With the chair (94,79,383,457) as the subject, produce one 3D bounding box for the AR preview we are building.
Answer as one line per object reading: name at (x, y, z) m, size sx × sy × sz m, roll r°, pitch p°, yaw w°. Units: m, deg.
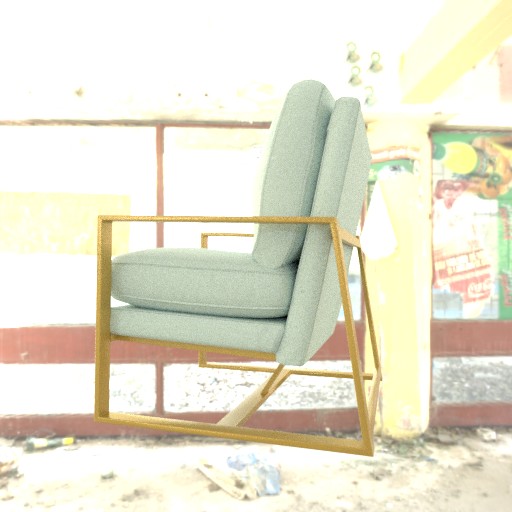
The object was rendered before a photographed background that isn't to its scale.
chair at (0.000, 0.000, 1.523) m, size 0.813 × 0.956 × 0.758 m, roll 0°, pitch -1°, yaw 18°
